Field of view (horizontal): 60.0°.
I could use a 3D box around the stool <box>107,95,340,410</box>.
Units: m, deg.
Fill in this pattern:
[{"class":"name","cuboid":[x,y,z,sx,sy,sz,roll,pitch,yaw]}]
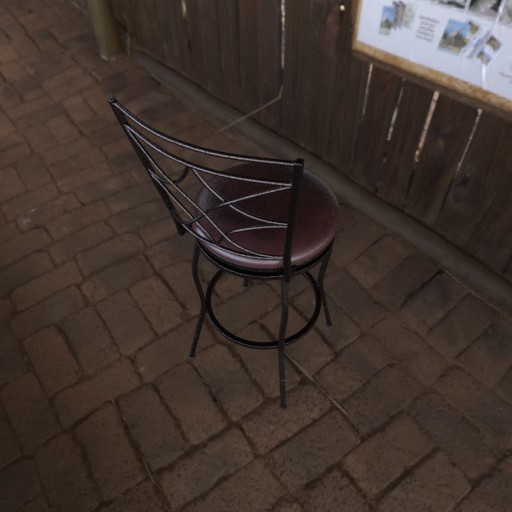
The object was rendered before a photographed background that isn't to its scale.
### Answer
[{"class":"stool","cuboid":[0.000,0.000,1.349,0.434,1.117,0.534,23,52,20]}]
